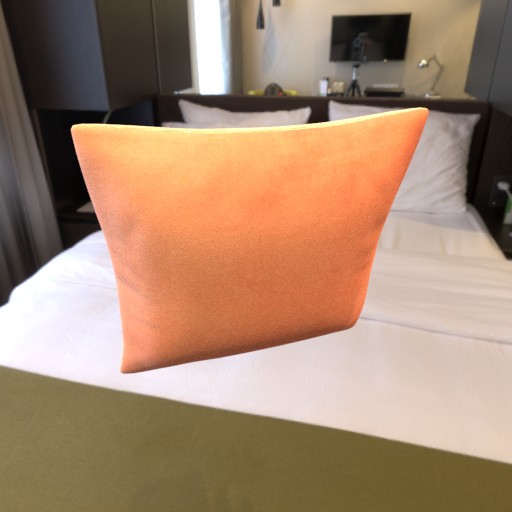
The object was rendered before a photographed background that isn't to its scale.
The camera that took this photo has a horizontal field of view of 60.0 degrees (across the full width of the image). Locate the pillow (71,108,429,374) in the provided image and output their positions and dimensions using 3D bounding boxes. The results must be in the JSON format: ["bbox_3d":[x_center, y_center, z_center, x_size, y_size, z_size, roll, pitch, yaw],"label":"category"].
[{"bbox_3d":[0.000,0.000,0.633,0.424,0.401,0.177,-8,27,-17],"label":"pillow"}]
